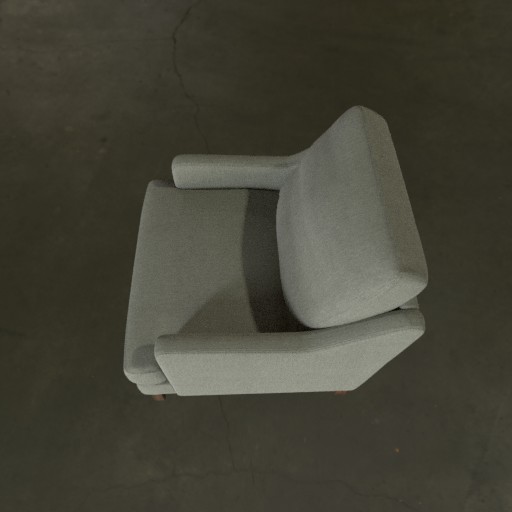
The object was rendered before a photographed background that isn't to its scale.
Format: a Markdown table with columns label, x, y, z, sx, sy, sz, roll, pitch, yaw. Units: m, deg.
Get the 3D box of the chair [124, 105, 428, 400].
| label | x | y | z | sx | sy | sz | roll | pitch | yaw |
| --- | --- | --- | --- | --- | --- | --- | --- | --- | --- |
| chair | 0.000 | 0.000 | 1.578 | 0.892 | 0.821 | 0.826 | -1 | 58 | -1 |
